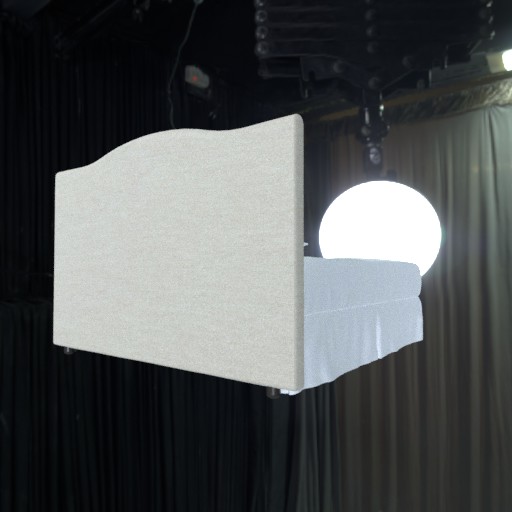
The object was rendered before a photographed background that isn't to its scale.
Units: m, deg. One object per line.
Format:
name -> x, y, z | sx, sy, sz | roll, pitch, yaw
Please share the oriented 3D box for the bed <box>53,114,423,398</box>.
bed -> 0.000, 0.000, 3.488 | 2.083, 1.421, 2.182 | -1, -2, 37
